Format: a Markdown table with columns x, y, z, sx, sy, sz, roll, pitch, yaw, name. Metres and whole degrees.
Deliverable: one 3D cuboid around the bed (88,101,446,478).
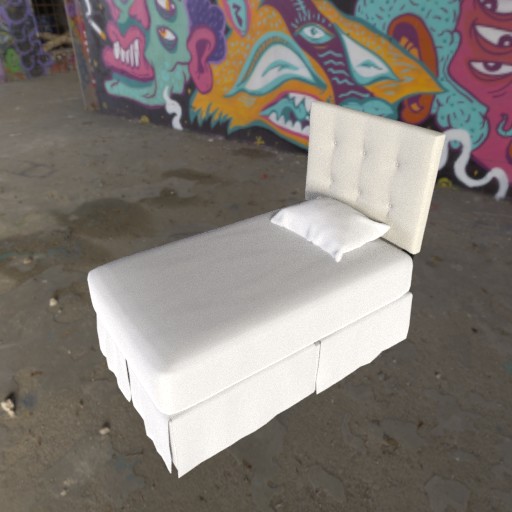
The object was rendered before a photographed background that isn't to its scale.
| x | y | z | sx | sy | sz | roll | pitch | yaw | name |
| --- | --- | --- | --- | --- | --- | --- | --- | --- | --- |
| 0.000 | 0.000 | 2.932 | 1.997 | 1.571 | 1.261 | -20 | 36 | -30 | bed |
